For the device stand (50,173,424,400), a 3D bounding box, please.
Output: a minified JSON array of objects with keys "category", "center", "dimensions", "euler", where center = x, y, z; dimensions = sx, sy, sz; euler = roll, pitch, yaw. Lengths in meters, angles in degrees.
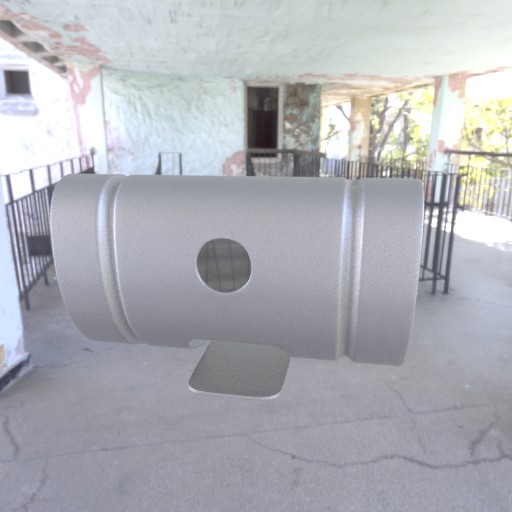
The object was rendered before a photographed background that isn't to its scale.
[{"category":"device stand","center":[0.000,0.000,0.397],"dimensions":[0.256,0.155,0.236],"euler":[3,15,10]}]
